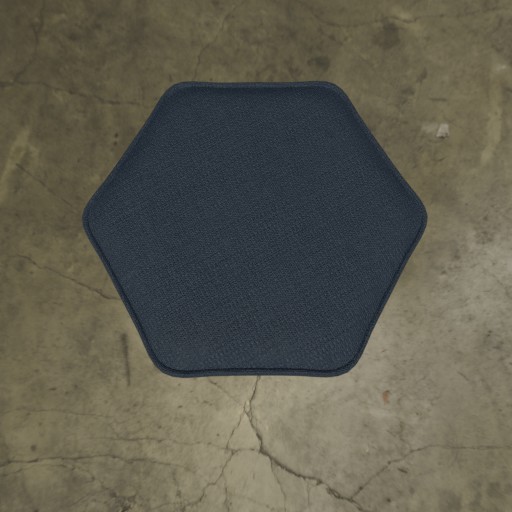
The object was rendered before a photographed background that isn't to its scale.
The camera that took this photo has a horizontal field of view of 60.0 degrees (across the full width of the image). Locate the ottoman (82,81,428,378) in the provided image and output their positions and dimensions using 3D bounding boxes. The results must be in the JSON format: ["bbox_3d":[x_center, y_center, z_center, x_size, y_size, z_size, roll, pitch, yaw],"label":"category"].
[{"bbox_3d":[0.000,0.000,0.856,0.492,0.505,0.454,4,77,1],"label":"ottoman"}]
